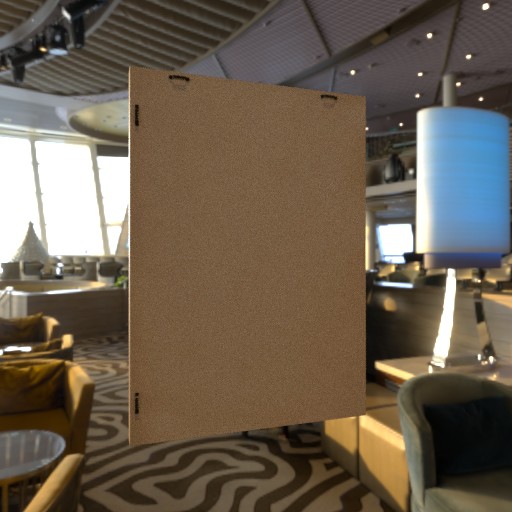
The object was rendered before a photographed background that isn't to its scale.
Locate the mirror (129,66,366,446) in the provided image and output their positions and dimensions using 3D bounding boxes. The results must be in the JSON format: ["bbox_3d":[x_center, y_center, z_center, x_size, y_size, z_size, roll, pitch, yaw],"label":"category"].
[{"bbox_3d":[0.000,0.000,0.921,0.508,0.711,0.039,0,0,-19],"label":"mirror"}]
